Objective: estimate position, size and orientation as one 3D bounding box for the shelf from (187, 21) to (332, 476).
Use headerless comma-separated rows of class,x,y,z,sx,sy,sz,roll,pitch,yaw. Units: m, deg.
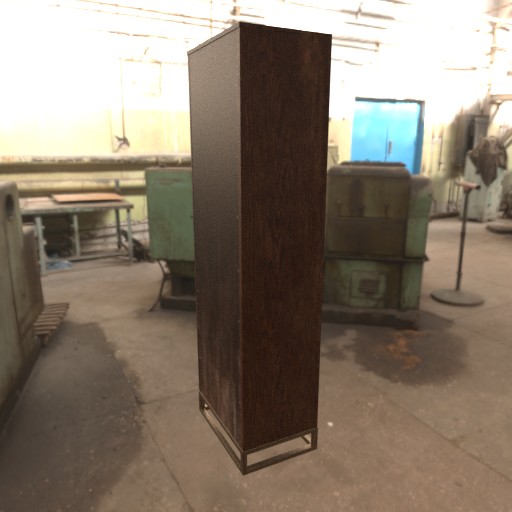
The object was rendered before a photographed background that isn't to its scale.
shelf,0.000,0.000,1.964,0.395,1.732,0.539,-7,16,-26
